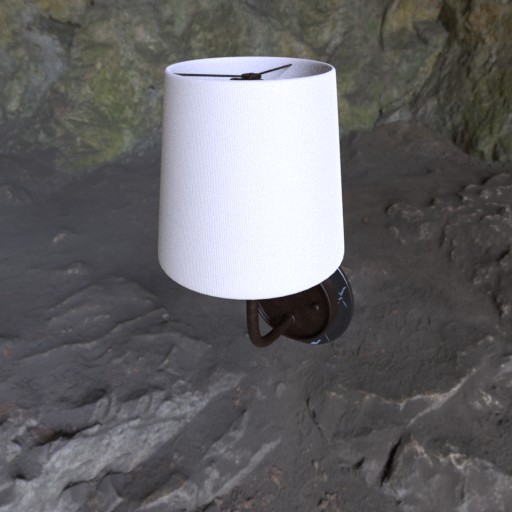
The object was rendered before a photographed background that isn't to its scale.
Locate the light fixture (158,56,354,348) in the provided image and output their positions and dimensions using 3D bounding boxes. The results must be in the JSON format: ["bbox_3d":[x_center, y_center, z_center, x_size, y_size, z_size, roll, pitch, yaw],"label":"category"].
[{"bbox_3d":[0.000,0.000,0.424,0.168,0.337,0.188,19,35,29],"label":"light fixture"}]
